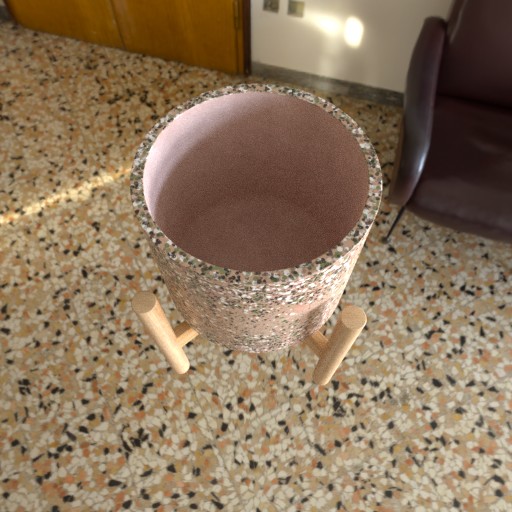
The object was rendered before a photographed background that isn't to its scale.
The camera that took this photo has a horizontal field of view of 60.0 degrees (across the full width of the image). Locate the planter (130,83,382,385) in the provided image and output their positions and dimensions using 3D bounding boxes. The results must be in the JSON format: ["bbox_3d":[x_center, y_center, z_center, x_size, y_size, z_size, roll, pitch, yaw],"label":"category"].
[{"bbox_3d":[0.000,0.000,0.534,0.284,0.320,0.284,-16,63,-8],"label":"planter"}]
